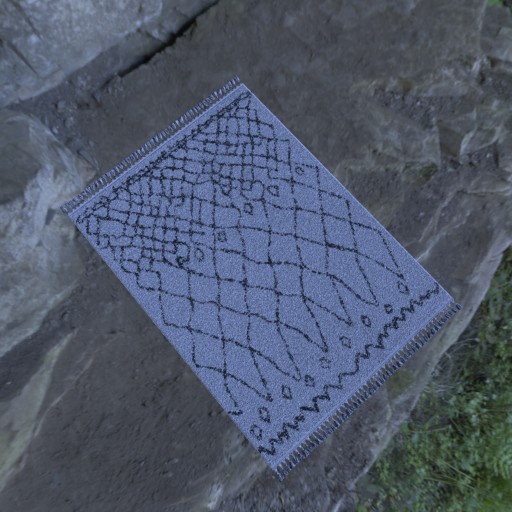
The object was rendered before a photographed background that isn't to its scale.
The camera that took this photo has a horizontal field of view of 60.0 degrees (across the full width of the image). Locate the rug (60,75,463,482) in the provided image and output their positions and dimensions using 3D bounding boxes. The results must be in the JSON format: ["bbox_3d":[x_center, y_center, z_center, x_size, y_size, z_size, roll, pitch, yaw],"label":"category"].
[{"bbox_3d":[0.000,0.000,3.003,1.613,0.017,2.312,-40,79,-9],"label":"rug"}]
